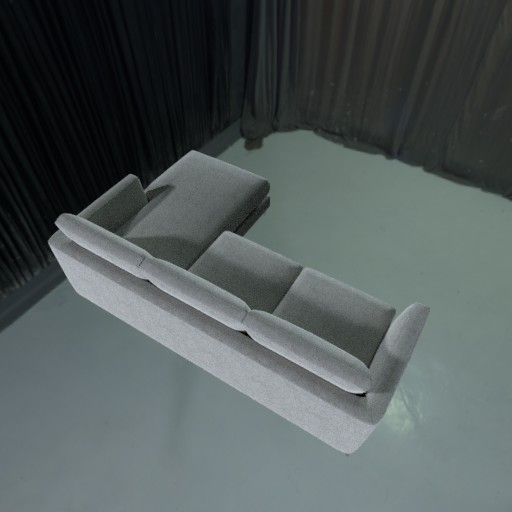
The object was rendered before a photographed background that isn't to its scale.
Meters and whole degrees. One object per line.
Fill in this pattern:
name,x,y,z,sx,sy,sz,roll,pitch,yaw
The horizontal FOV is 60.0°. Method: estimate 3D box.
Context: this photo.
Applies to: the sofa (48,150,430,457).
sofa,0.000,0.000,3.209,2.438,0.864,1.626,25,54,20
